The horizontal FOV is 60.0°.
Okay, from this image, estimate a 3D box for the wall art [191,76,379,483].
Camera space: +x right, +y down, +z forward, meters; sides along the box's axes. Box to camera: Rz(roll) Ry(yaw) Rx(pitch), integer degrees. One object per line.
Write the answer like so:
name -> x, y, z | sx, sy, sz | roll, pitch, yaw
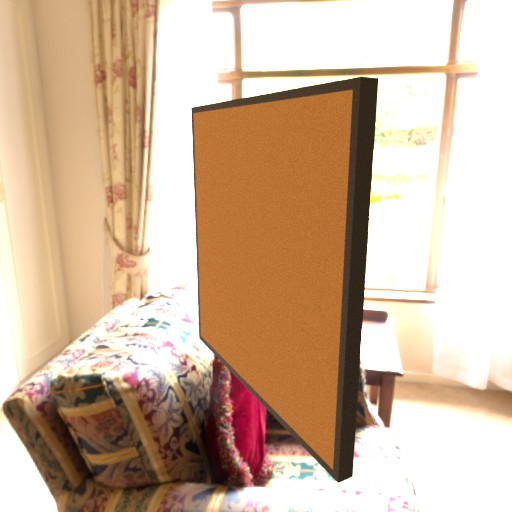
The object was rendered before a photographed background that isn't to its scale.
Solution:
wall art -> 0.000, 0.000, 1.126 | 0.038, 0.763, 0.763 | -8, 16, -27
